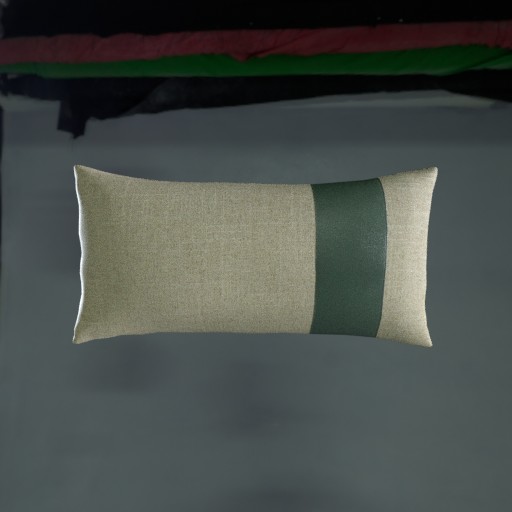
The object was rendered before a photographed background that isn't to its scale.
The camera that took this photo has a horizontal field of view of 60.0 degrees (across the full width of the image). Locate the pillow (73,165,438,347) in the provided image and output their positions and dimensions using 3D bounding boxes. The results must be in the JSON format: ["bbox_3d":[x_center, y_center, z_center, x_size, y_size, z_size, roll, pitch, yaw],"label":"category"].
[{"bbox_3d":[0.000,0.000,1.042,0.859,0.429,0.197,0,0,0],"label":"pillow"}]
